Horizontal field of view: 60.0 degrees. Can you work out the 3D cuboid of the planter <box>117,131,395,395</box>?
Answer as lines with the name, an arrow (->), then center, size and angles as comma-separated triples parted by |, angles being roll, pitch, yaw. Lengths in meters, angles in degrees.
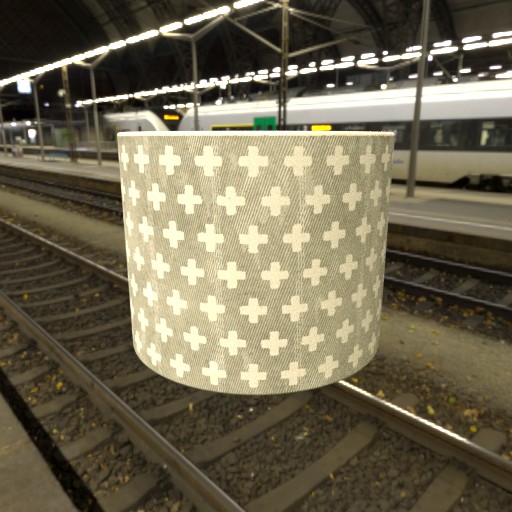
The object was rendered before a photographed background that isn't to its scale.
planter -> 0.000, 0.000, 0.447 | 0.250, 0.239, 0.250 | 0, 15, 0
